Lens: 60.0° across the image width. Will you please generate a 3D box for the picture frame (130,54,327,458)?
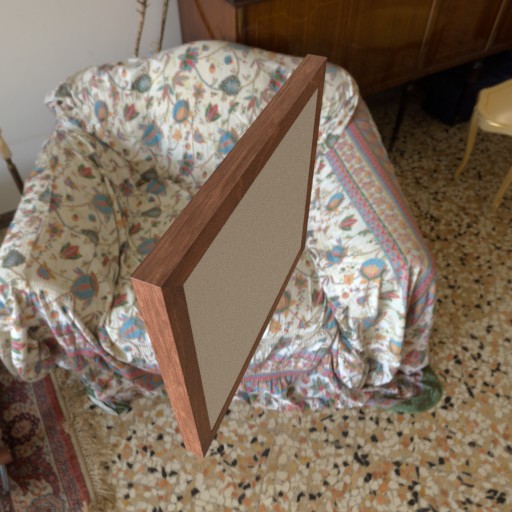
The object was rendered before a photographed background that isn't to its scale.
[{"bbox_3d":[0.000,0.000,0.536,0.025,0.330,0.381,17,50,15],"label":"picture frame"}]
